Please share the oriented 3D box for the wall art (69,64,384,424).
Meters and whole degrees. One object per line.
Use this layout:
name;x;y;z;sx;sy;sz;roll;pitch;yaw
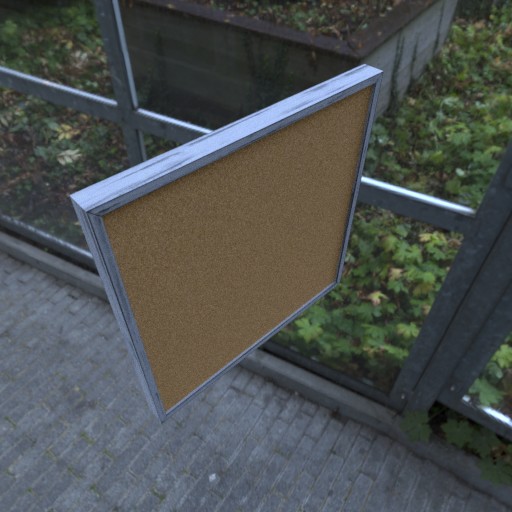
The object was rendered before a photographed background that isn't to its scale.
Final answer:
wall art;0.000;0.000;0.763;0.506;0.506;0.038;-33;54;-28
